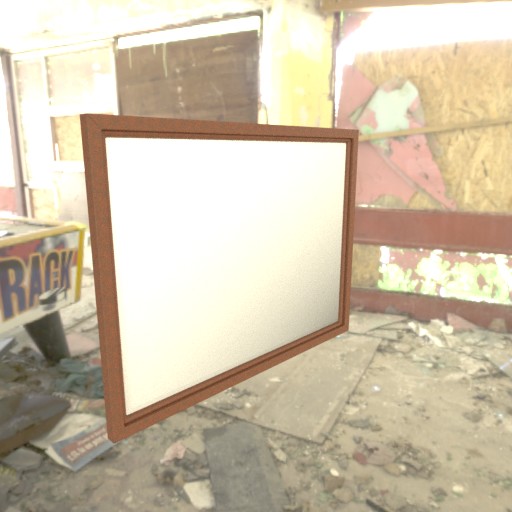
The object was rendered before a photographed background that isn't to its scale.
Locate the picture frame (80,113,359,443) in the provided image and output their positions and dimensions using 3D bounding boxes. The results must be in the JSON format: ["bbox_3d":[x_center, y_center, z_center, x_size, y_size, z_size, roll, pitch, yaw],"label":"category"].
[{"bbox_3d":[0.000,0.000,1.780,1.329,1.018,0.045,-13,18,-43],"label":"picture frame"}]
